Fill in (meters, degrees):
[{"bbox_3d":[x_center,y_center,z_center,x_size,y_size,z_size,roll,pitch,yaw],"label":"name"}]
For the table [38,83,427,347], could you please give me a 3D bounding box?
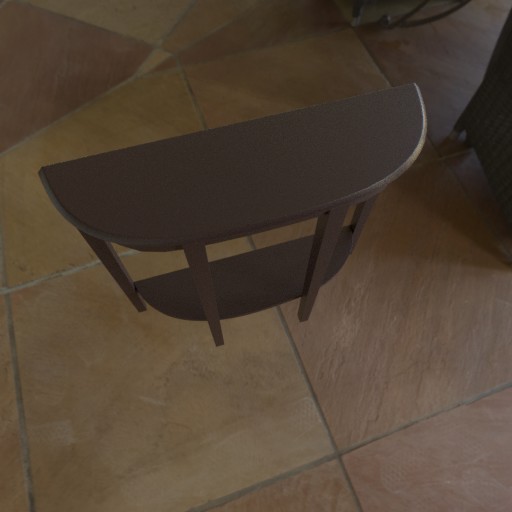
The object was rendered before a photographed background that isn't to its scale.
[{"bbox_3d":[0.000,0.000,1.320,0.909,0.831,0.274,-15,64,-7],"label":"table"}]
